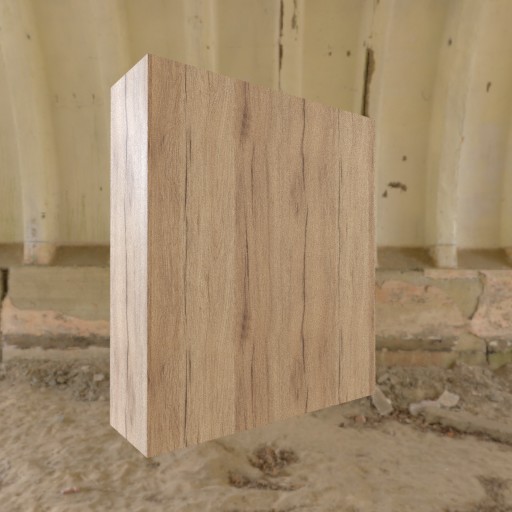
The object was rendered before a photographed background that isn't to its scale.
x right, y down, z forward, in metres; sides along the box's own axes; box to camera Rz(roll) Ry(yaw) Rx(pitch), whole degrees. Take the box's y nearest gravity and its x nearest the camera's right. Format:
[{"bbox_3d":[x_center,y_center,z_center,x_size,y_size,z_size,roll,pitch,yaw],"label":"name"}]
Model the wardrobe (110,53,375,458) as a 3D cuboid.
[{"bbox_3d":[0.000,0.000,3.035,1.810,2.070,0.580,0,-1,-37],"label":"wardrobe"}]
